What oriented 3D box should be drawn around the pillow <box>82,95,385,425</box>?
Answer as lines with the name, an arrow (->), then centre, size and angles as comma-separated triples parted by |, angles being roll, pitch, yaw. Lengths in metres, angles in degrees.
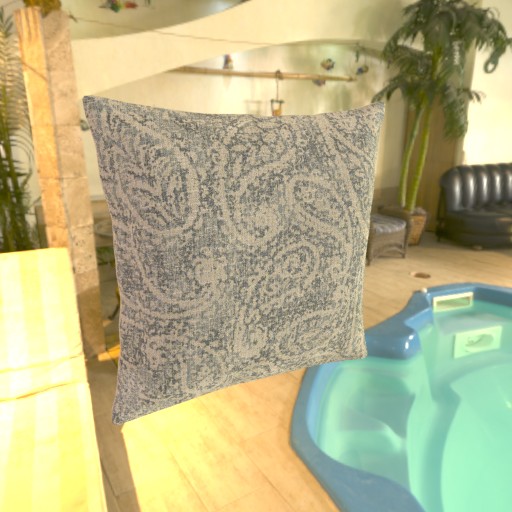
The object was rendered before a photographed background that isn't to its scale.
pillow -> 0.000, 0.000, 0.761 | 0.523, 0.510, 0.166 | -8, 19, -25
